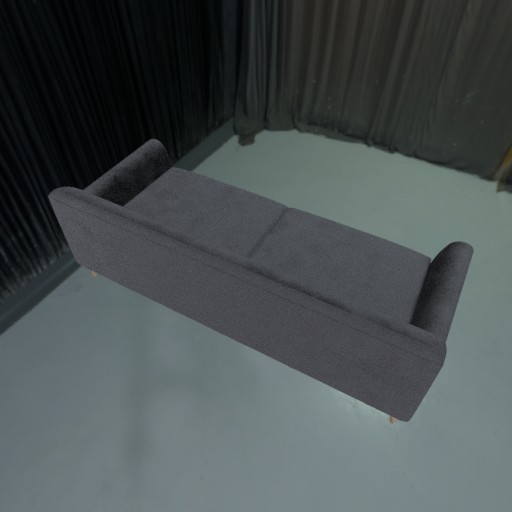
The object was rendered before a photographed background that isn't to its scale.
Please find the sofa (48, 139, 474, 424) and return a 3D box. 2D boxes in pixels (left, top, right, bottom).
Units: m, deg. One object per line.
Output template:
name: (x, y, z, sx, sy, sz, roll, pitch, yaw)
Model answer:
sofa: (0.000, 0.000, 2.619, 2.190, 0.740, 0.900, 22, 50, 20)
